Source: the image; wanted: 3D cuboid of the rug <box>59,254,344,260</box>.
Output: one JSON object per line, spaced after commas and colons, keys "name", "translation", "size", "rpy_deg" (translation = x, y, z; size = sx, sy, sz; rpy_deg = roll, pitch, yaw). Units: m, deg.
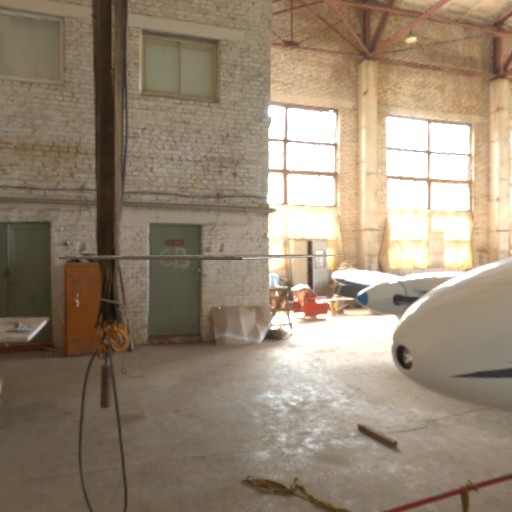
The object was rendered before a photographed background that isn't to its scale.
{"name": "rug", "translation": [0.000, 0.000, 2.424], "size": [0.662, 0.011, 2.196], "rpy_deg": [0, 0, 19]}
